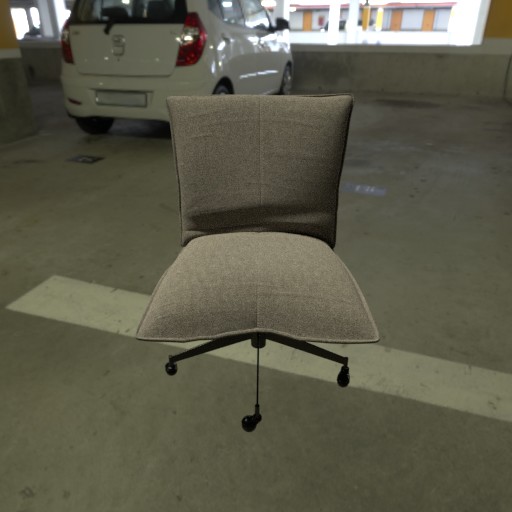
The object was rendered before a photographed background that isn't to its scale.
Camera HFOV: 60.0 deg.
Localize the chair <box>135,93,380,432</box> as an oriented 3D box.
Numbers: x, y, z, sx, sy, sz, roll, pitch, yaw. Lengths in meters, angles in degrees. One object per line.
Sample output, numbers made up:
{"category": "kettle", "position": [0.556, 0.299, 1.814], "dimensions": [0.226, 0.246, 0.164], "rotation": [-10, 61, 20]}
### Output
{"category": "chair", "position": [0.000, 0.000, 1.286], "dimensions": [0.597, 0.811, 0.696], "rotation": [1, 27, 2]}
